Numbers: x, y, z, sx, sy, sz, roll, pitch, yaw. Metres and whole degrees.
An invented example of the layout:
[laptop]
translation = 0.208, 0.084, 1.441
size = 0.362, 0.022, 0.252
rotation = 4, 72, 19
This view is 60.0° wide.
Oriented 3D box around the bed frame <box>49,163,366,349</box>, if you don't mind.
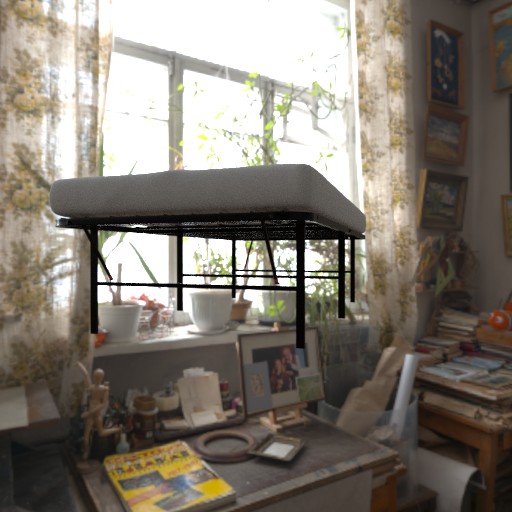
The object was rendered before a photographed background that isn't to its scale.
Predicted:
[bed frame]
translation = 0.000, 0.000, 2.352
size = 0.989, 0.619, 1.903
rotation = 0, 0, 19
